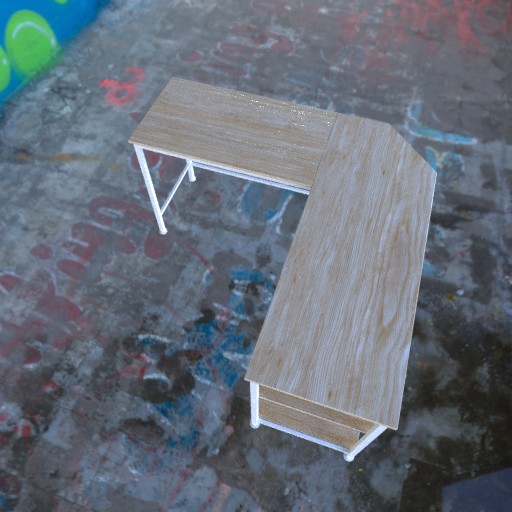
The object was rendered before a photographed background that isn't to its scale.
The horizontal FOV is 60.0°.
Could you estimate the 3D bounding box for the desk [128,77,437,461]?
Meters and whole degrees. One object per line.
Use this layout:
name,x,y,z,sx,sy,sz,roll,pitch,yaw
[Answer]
desk,0.000,0.000,2.149,1.379,0.739,1.379,16,59,10
